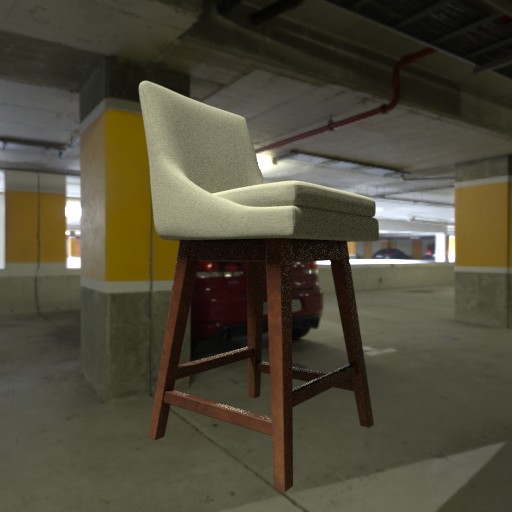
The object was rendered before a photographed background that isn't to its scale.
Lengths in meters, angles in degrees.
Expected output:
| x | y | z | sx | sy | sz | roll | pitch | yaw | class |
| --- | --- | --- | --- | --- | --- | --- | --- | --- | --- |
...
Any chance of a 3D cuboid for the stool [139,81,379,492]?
| x | y | z | sx | sy | sz | roll | pitch | yaw | class |
| --- | --- | --- | --- | --- | --- | --- | --- | --- | --- |
| 0.000 | 0.000 | 1.270 | 0.559 | 0.991 | 0.469 | 0 | 0 | 38 | stool |
